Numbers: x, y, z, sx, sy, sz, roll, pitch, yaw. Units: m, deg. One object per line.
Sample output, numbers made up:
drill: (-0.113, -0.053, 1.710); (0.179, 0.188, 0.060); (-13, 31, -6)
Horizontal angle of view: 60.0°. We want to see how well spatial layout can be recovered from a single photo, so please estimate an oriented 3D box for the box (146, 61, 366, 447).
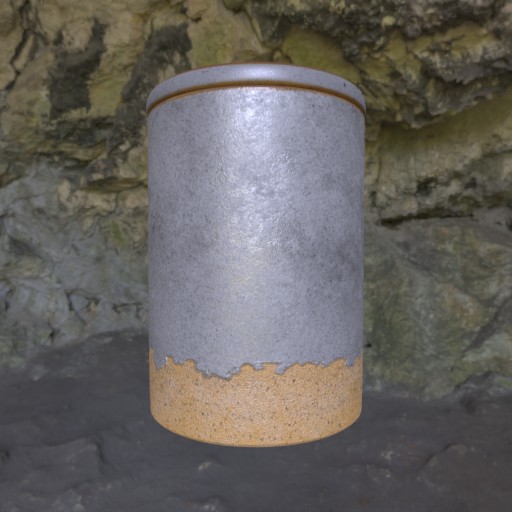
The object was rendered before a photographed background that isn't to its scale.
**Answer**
box: (0.000, 0.000, 0.246); (0.118, 0.168, 0.118); (0, 0, 0)
